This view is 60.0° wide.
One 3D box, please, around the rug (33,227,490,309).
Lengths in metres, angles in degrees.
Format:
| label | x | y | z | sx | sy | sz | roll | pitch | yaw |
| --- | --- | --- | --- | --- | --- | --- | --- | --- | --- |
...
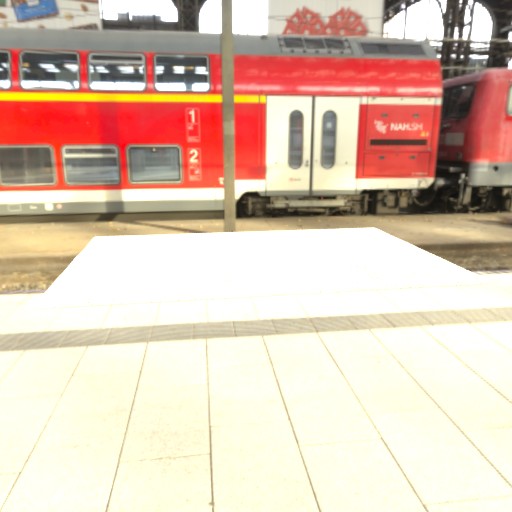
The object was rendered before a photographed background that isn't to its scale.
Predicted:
| label | x | y | z | sx | sy | sz | roll | pitch | yaw |
| --- | --- | --- | --- | --- | --- | --- | --- | --- | --- |
| rug | 0.000 | 0.000 | 3.455 | 2.743 | 0.030 | 1.778 | -2 | 15 | -9 |
